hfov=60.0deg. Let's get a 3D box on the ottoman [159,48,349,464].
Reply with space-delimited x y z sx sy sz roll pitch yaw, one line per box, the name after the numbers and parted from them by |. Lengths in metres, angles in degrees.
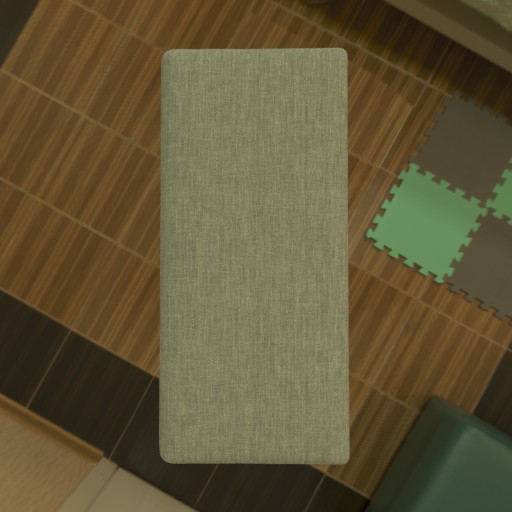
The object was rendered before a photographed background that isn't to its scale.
0.000 0.000 1.124 0.419 0.432 0.902 0 89 1 | ottoman
